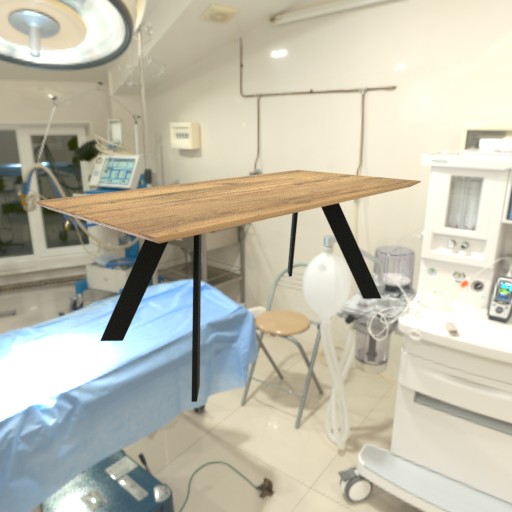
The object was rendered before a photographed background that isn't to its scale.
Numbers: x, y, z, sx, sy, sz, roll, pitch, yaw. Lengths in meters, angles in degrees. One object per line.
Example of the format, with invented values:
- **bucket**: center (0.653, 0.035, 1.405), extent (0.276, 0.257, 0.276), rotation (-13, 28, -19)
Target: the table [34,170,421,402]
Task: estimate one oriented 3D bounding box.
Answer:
- **table**: center (0.000, 0.000, 2.571), extent (1.000, 0.770, 2.000), rotation (15, 23, 41)
